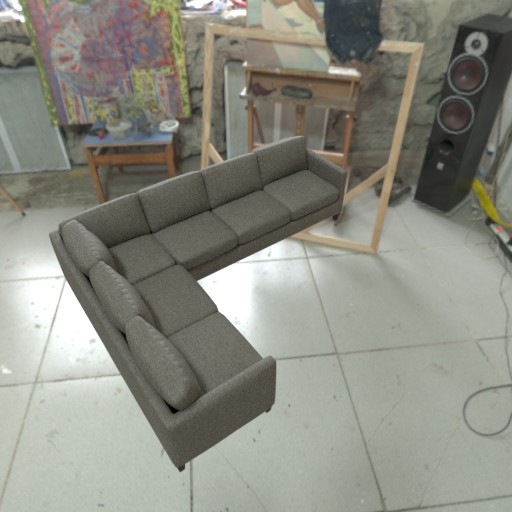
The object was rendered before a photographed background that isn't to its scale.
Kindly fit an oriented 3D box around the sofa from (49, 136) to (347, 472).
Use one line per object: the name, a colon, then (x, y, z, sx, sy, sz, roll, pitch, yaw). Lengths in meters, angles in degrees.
sofa: (0.000, 0.000, 4.512, 3.302, 0.947, 2.593, -26, 48, -26)
